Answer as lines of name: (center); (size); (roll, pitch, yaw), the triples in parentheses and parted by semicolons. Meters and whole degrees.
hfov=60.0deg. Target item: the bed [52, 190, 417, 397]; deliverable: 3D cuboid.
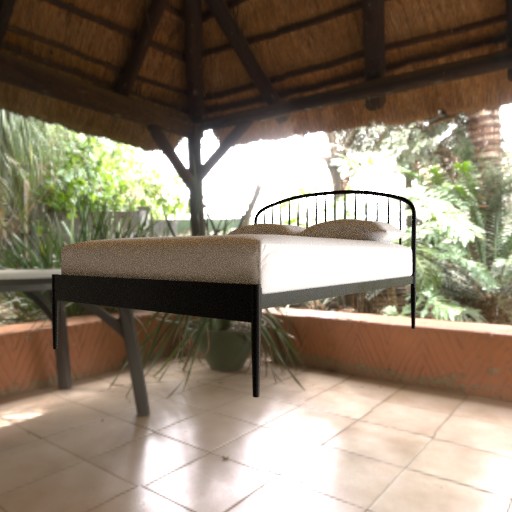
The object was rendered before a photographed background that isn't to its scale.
bed: (0.000, 0.000, 3.170); (1.618, 1.166, 2.159); (0, 0, 37)
